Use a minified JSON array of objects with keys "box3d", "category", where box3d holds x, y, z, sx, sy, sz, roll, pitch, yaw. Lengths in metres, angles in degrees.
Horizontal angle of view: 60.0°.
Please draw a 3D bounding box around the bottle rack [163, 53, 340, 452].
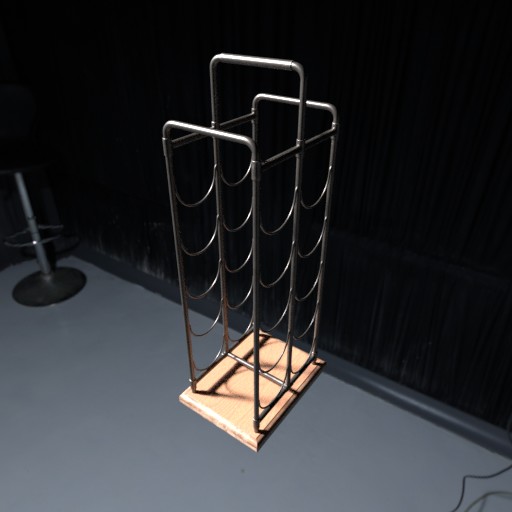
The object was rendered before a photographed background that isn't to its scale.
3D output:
[{"box3d":[0.000,0.000,0.822,0.208,0.680,0.276,21,38,30],"category":"bottle rack"}]
